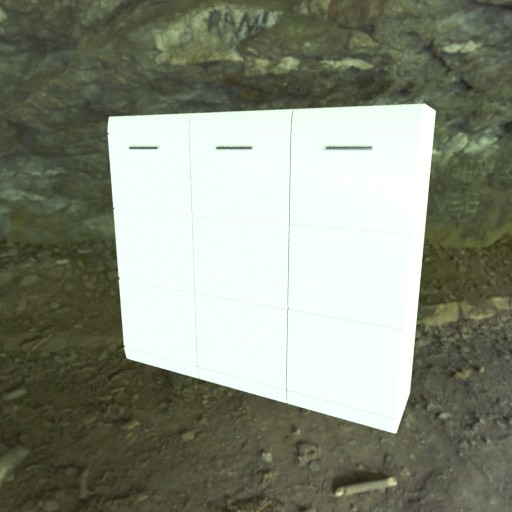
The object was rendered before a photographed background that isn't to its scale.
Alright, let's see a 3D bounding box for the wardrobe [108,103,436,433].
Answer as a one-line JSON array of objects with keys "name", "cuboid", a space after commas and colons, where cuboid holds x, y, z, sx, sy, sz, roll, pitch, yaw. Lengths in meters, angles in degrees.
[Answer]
[{"name": "wardrobe", "cuboid": [0.000, 0.000, 1.958, 1.340, 1.200, 0.360, 7, 15, 27]}]
